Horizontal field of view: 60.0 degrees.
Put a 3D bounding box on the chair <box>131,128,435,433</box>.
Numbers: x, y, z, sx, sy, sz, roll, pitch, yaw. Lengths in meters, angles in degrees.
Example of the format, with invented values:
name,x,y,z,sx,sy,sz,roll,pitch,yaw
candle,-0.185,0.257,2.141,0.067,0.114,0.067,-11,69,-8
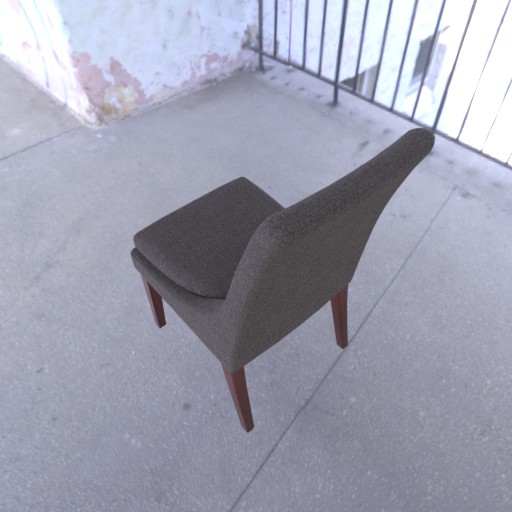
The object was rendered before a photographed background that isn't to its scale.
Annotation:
name,x,y,z,sx,sy,sz,roll,pitch,yaw
chair,0.000,0.000,1.303,0.508,0.952,0.655,-33,56,-26
